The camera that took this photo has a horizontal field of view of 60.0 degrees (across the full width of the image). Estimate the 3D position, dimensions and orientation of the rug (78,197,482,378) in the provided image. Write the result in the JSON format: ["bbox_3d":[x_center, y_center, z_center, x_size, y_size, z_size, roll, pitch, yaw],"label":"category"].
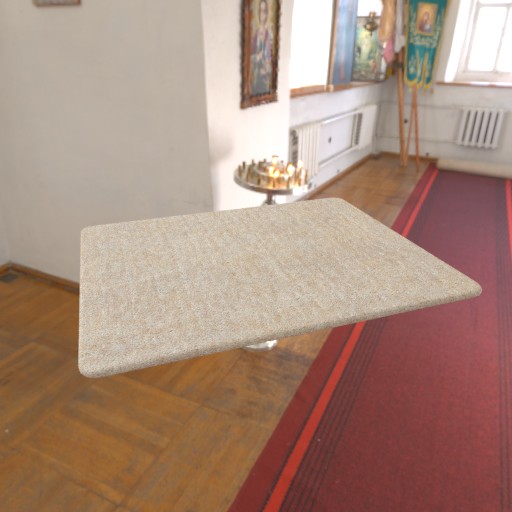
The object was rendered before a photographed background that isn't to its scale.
[{"bbox_3d":[0.000,0.000,3.379,2.528,0.048,2.009,-9,27,-17],"label":"rug"}]
